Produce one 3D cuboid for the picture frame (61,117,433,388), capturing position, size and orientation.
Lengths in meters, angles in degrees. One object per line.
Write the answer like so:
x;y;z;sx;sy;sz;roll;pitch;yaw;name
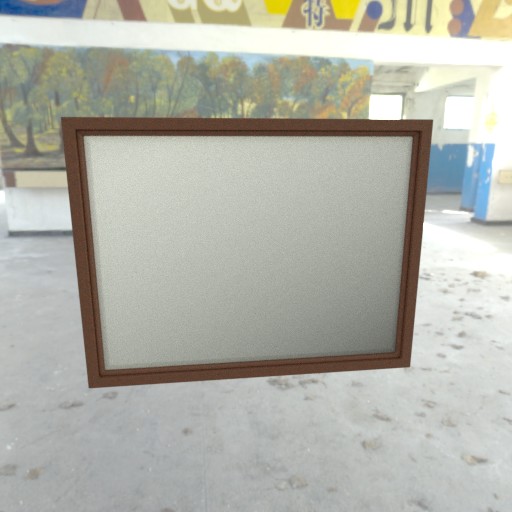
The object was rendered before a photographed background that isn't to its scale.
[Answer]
0.000;0.000;1.715;1.329;1.018;0.045;-2;14;-7;picture frame
